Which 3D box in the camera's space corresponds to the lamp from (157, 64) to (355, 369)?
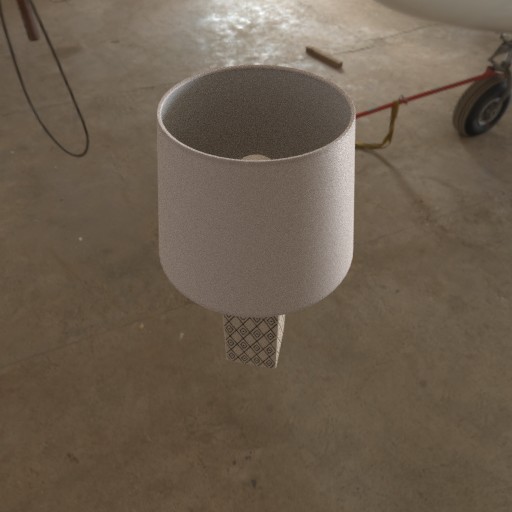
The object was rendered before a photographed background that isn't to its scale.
[{"bbox_3d":[0.000,0.000,0.603,0.251,0.435,0.251,0,46,0],"label":"lamp"}]
